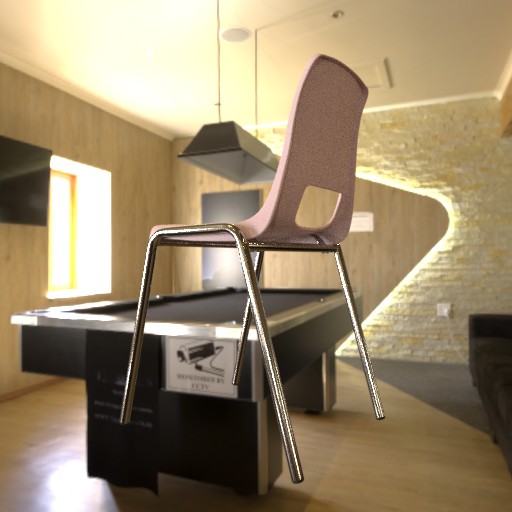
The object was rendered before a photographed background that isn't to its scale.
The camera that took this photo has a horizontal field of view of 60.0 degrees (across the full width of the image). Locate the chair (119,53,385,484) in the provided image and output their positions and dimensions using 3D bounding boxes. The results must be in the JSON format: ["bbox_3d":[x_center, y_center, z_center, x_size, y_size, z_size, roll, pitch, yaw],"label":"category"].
[{"bbox_3d":[0.000,0.000,0.945,0.436,0.704,0.381,0,0,37],"label":"chair"}]
